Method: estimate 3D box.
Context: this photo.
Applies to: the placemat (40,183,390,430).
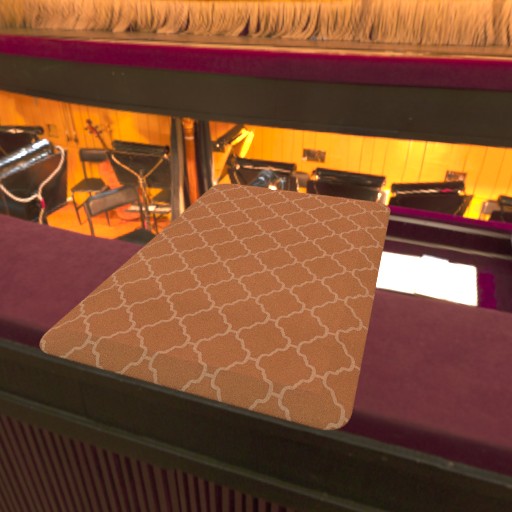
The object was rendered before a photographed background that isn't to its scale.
[{"bbox_3d":[0.000,0.000,0.945,0.508,0.021,0.762,10,32,16],"label":"placemat"}]
